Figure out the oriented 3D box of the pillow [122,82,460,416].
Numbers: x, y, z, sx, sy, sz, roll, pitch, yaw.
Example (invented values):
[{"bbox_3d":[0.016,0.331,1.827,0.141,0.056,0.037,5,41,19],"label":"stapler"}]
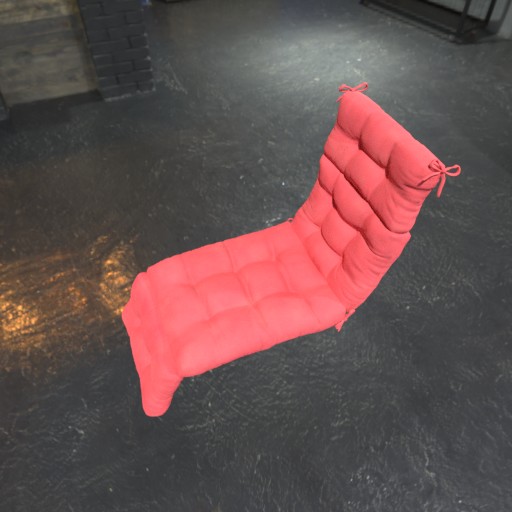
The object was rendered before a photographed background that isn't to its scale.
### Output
[{"bbox_3d":[0.000,0.000,1.527,1.016,0.863,0.526,-17,50,-14],"label":"pillow"}]
